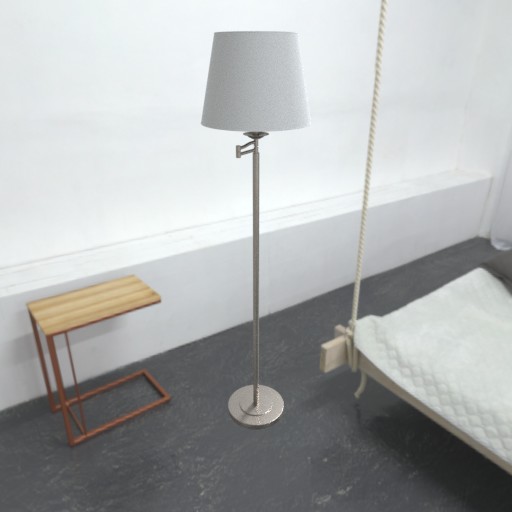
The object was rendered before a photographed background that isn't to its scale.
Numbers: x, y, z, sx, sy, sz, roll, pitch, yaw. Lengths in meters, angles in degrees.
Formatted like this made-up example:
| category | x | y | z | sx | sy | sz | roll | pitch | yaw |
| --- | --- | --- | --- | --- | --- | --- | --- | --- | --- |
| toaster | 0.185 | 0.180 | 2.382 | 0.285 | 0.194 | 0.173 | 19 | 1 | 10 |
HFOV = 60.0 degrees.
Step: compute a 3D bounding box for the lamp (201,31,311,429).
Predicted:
| category | x | y | z | sx | sy | sz | roll | pitch | yaw |
| --- | --- | --- | --- | --- | --- | --- | --- | --- | --- |
| lamp | 0.000 | 0.000 | 1.637 | 0.355 | 1.473 | 0.355 | 0 | 25 | 0 |
